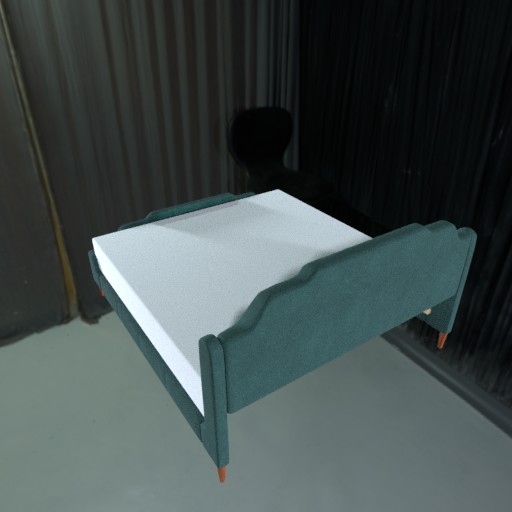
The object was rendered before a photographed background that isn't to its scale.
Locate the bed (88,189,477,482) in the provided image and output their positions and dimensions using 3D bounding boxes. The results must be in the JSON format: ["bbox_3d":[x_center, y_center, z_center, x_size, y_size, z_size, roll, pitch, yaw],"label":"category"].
[{"bbox_3d":[0.000,0.000,3.534,2.074,1.245,2.340,-19,35,-29],"label":"bed"}]
